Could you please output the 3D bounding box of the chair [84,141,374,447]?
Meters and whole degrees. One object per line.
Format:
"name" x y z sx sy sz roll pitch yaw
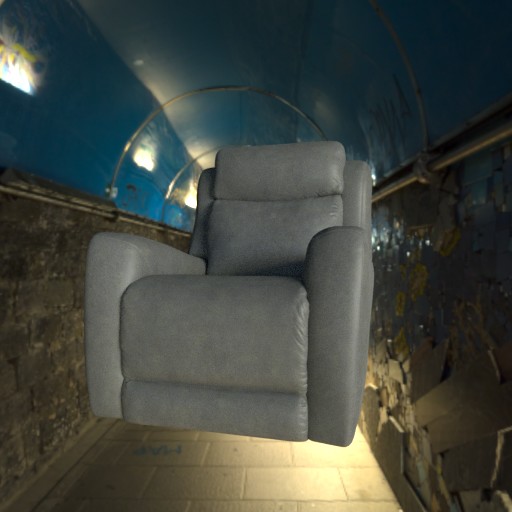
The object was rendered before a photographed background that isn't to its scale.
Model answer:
"chair" 0.000 0.000 1.864 0.965 1.116 1.068 0 0 17
